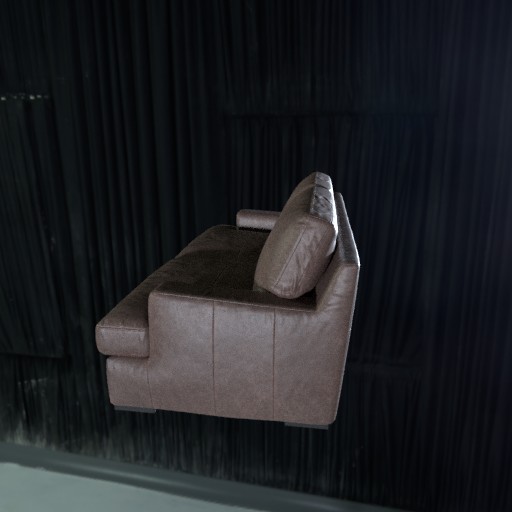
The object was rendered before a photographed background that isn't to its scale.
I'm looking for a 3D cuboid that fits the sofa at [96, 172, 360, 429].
[{"bbox_3d":[0.000,0.000,2.883,1.143,0.941,2.261,2,16,8],"label":"sofa"}]
